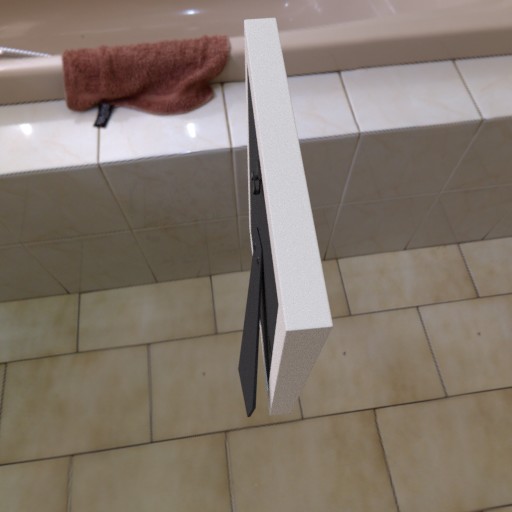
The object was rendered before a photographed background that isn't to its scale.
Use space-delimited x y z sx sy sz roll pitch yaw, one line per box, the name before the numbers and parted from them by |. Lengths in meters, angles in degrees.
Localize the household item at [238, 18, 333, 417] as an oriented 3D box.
household item | 0.000 0.000 0.338 0.045 0.250 0.200 -5 63 -3
